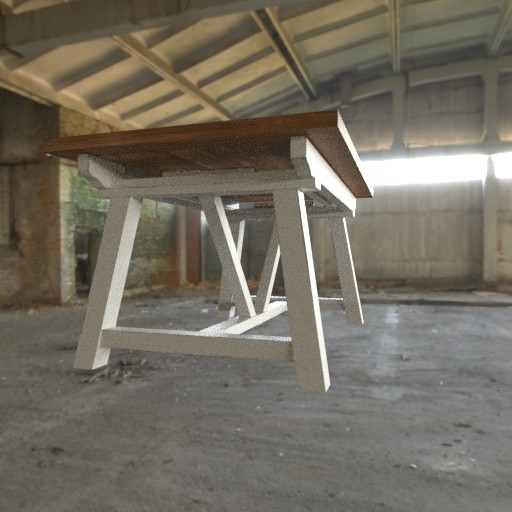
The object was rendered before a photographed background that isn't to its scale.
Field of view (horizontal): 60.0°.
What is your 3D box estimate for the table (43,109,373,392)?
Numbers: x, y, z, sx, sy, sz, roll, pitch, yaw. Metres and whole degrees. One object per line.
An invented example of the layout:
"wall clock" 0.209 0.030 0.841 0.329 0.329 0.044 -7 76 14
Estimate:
"table" 0.000 0.000 1.967 0.922 0.743 1.503 0 0 18
